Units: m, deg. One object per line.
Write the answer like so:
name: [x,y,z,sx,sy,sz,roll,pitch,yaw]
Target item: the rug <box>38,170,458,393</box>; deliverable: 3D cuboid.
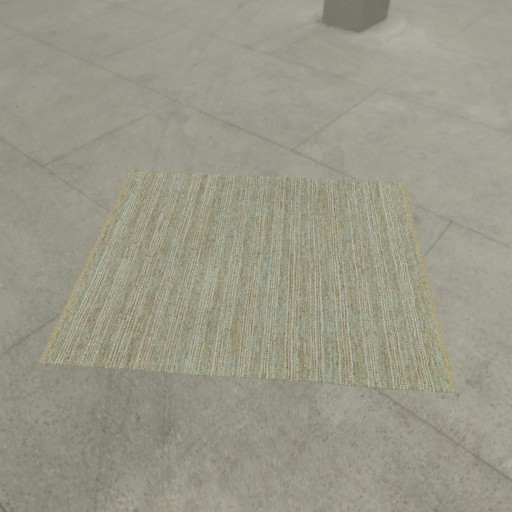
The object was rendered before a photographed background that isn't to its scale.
rug: [0.000,0.000,4.045,3.034,0.012,2.471,3,46,3]
